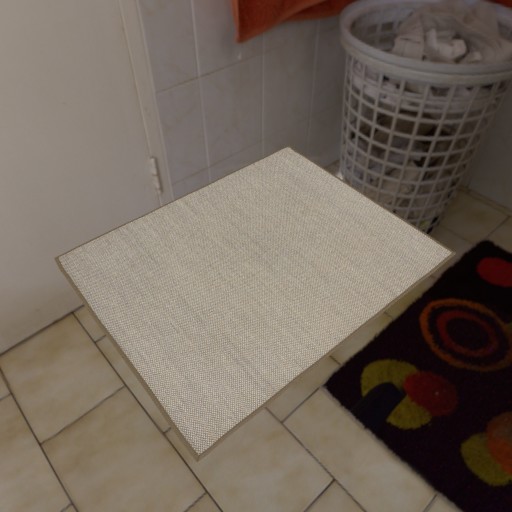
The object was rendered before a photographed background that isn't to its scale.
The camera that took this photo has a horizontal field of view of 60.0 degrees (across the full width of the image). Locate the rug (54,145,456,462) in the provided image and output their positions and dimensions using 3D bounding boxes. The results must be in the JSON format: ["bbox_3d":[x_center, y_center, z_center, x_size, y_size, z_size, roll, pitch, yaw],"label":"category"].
[{"bbox_3d":[0.000,0.000,4.237,3.041,0.020,2.413,-31,54,-26],"label":"rug"}]
